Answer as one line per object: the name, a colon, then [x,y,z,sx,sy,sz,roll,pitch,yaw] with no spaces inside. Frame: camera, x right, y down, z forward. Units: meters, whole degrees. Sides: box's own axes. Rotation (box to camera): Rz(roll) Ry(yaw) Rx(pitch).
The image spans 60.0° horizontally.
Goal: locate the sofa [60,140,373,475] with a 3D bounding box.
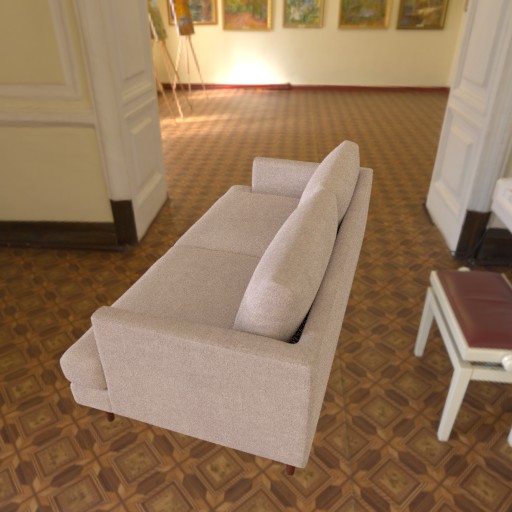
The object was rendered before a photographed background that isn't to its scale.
sofa: [0.000,0.000,2.394,1.020,0.868,1.948,9,32,16]
